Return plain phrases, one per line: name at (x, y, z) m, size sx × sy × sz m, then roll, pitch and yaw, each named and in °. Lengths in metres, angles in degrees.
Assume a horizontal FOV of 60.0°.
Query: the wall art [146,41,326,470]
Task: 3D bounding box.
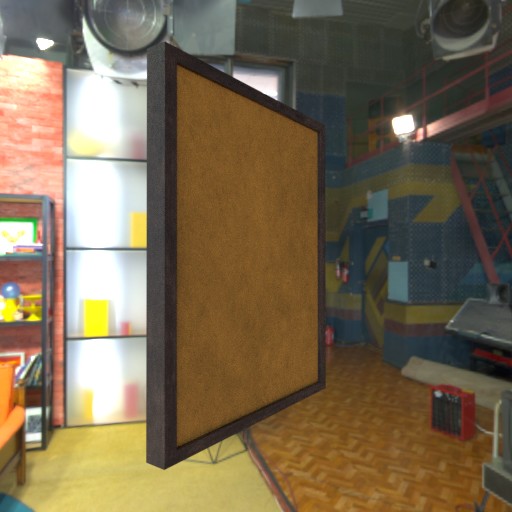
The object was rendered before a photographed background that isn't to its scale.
wall art at (0.000, 0.000, 0.560) m, size 0.027 × 0.406 × 0.329 m, roll 0°, pitch -1°, yaw 36°
